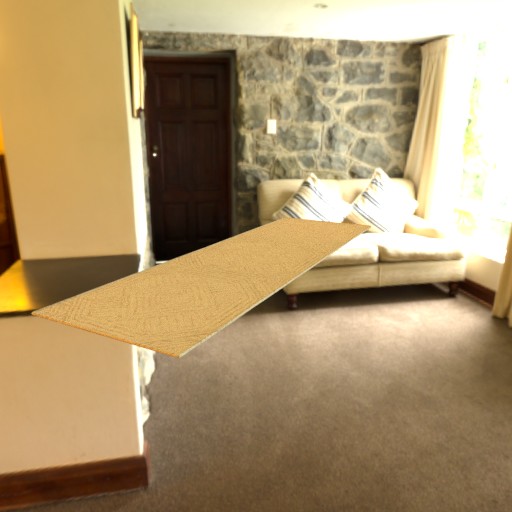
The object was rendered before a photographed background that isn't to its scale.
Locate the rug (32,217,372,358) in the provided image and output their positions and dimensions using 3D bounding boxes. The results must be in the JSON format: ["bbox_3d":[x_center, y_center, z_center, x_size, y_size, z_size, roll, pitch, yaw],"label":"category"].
[{"bbox_3d":[0.000,0.000,2.684,0.775,0.012,2.452,8,18,28],"label":"rug"}]
